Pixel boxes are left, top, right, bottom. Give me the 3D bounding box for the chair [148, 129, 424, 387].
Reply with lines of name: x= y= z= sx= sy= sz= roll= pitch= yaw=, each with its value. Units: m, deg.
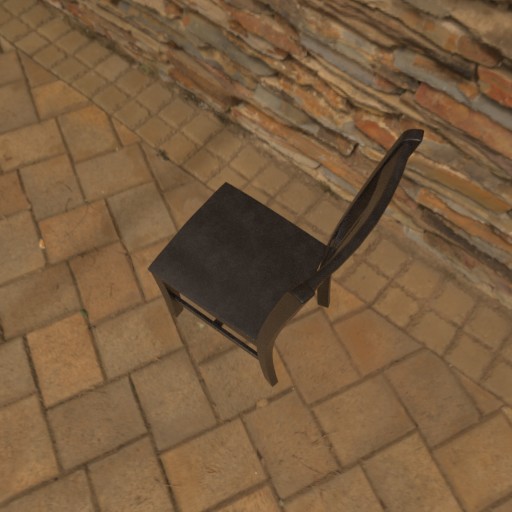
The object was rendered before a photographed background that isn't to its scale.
chair: x=0.000 y=0.000 z=1.317 sx=0.555 sy=0.998 sz=0.450 roll=33 pitch=68 yaw=15
